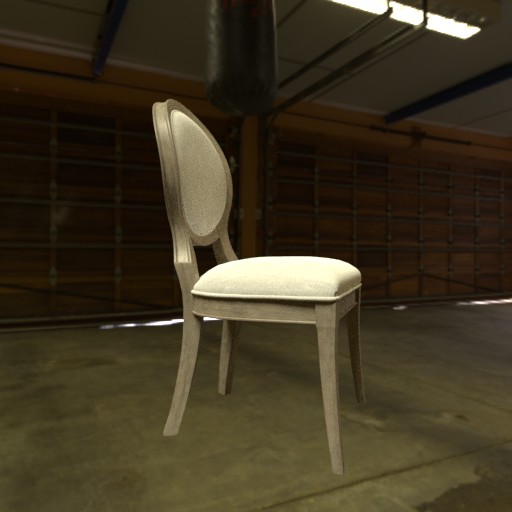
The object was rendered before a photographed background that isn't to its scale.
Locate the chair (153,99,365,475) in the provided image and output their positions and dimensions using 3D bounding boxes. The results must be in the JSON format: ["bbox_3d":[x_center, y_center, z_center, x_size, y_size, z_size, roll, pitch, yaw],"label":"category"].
[{"bbox_3d":[0.000,0.000,1.349,0.602,0.990,0.558,0,0,19],"label":"chair"}]
